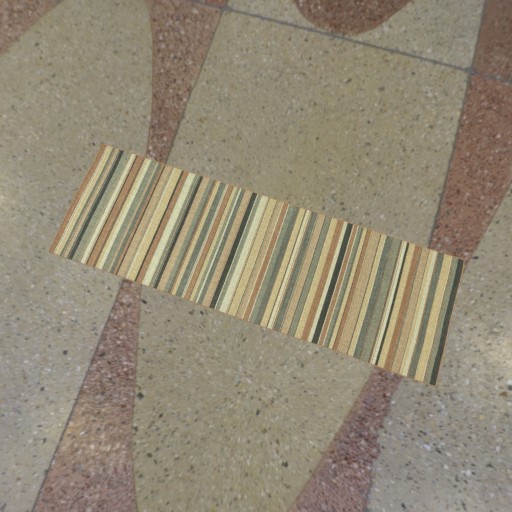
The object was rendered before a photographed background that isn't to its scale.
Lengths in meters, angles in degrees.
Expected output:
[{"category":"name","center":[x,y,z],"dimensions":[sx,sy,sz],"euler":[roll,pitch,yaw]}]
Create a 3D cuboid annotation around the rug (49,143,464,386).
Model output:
[{"category":"rug","center":[0.000,0.000,2.728],"dimensions":[2.444,0.010,0.799],"euler":[18,75,5]}]
